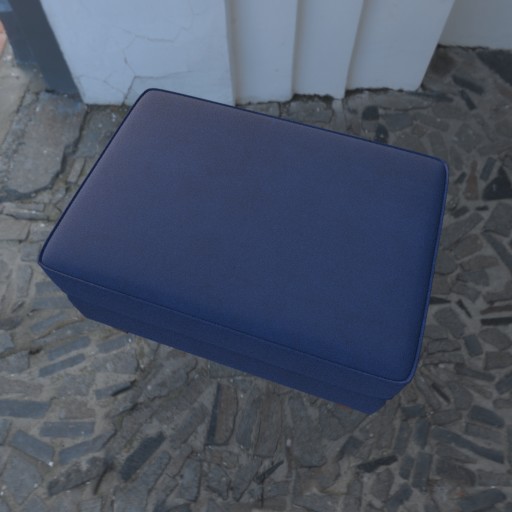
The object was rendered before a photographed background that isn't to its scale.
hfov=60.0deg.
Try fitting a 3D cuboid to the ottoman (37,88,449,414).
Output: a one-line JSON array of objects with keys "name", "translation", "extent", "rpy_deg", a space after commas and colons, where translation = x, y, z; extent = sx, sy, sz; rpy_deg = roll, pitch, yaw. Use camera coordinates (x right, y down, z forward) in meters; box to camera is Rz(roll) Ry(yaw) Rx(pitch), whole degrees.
[{"name": "ottoman", "translation": [0.000, 0.000, 1.397], "extent": [0.965, 0.584, 0.686], "rpy_deg": [17, 63, 9]}]
